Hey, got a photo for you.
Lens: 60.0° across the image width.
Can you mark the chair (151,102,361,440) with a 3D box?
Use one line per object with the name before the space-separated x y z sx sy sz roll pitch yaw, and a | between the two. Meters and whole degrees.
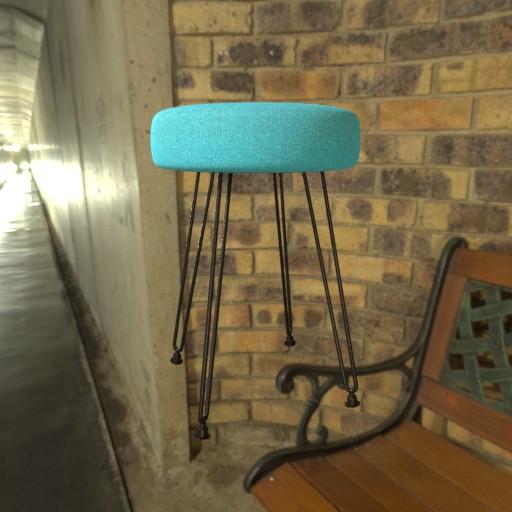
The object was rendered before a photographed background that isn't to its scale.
chair | 0.000 0.000 0.696 0.350 0.440 0.350 7 15 25
